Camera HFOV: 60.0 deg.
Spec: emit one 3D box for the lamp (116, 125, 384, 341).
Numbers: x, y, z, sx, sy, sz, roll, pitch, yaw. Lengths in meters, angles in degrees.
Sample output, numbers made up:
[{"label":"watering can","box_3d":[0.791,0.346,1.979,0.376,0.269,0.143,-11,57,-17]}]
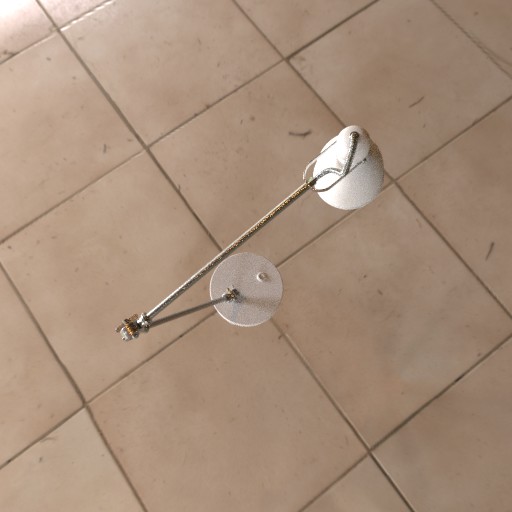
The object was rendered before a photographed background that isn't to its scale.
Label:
[{"label":"lamp","box_3d":[0.000,0.000,0.882,0.561,0.587,0.187,-36,78,-9]}]
